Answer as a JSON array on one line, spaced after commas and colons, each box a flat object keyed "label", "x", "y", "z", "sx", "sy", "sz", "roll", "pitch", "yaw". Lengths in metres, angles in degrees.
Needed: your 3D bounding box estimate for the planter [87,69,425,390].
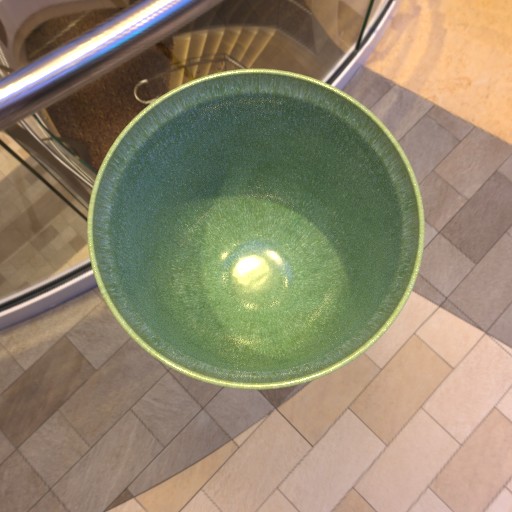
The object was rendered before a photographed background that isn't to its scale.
[{"label": "planter", "x": 0.000, "y": 0.000, "z": 0.479, "sx": 0.266, "sy": 0.270, "sz": 0.266, "roll": 0, "pitch": 76, "yaw": 0}]
